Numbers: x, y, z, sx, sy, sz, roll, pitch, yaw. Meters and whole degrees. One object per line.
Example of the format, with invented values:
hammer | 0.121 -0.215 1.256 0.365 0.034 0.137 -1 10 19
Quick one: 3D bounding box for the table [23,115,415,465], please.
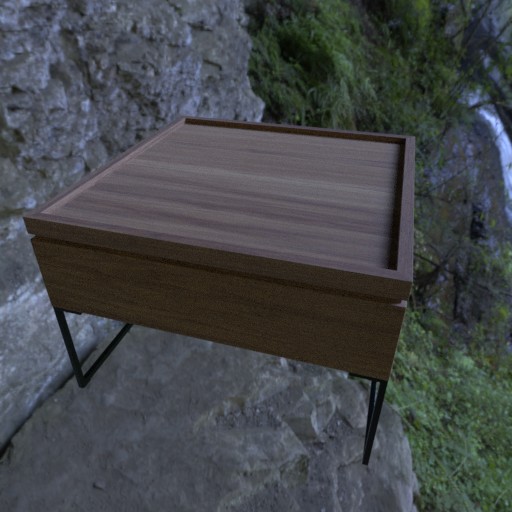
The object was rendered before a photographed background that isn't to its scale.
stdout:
table | 0.000 0.000 1.115 0.679 0.464 0.676 10 34 14
